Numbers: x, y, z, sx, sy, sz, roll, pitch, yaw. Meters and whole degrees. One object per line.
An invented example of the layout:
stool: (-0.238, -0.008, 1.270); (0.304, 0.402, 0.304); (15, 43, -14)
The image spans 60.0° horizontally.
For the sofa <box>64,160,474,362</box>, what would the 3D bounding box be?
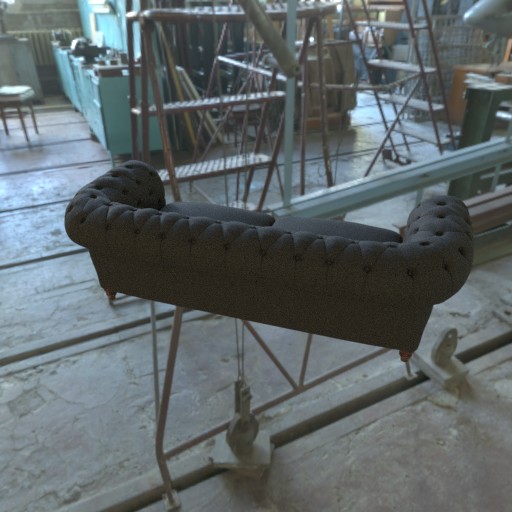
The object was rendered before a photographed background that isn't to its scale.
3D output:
sofa: (0.000, 0.000, 2.700); (2.362, 0.762, 0.991); (9, 31, 16)
